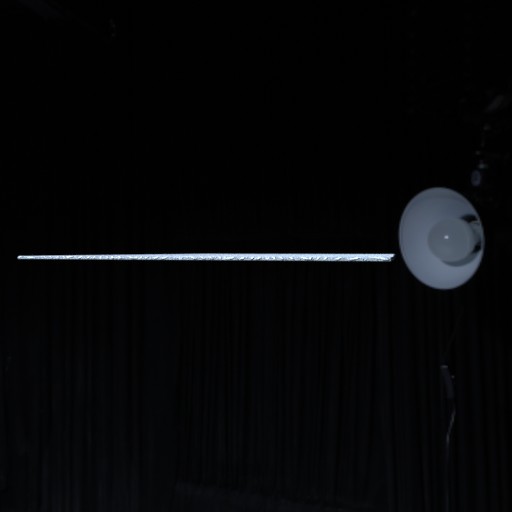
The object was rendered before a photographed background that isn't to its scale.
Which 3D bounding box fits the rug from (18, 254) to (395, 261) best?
[{"bbox_3d":[0.000,0.000,4.097,2.456,0.021,3.042,0,1,18],"label":"rug"}]
